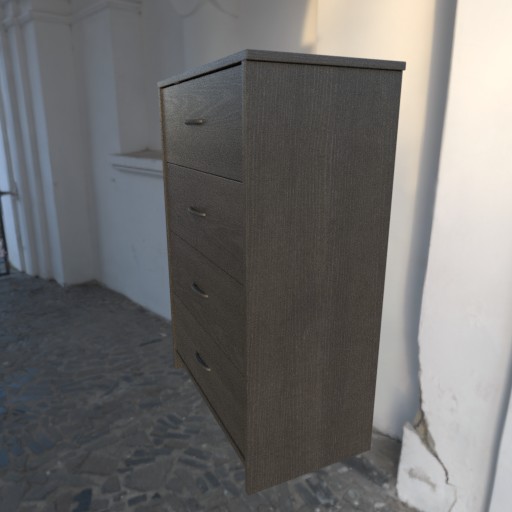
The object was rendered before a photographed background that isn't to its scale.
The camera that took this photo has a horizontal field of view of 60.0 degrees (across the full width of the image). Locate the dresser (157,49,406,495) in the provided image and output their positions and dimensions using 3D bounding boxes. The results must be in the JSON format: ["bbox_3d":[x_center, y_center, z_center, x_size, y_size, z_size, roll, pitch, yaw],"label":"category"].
[{"bbox_3d":[0.000,0.000,1.334,0.398,1.020,0.700,-8,18,-24],"label":"dresser"}]
